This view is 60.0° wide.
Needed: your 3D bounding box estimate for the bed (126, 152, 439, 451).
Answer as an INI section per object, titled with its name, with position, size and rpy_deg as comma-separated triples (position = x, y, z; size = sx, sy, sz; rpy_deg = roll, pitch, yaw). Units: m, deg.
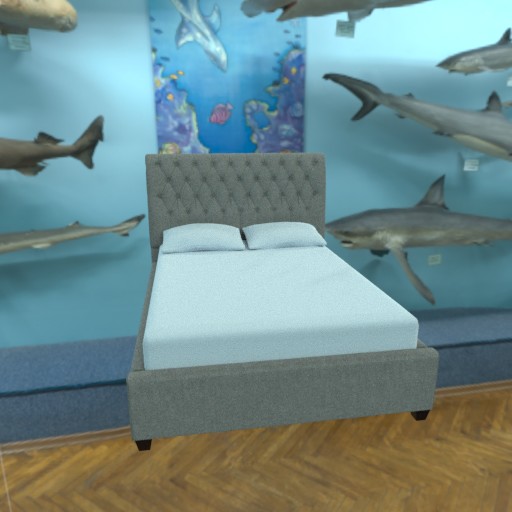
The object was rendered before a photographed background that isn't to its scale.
[bed]
position = 0.000, 0.000, 3.237
size = 1.645, 1.371, 2.252
rpy_deg = -3, 16, -9
